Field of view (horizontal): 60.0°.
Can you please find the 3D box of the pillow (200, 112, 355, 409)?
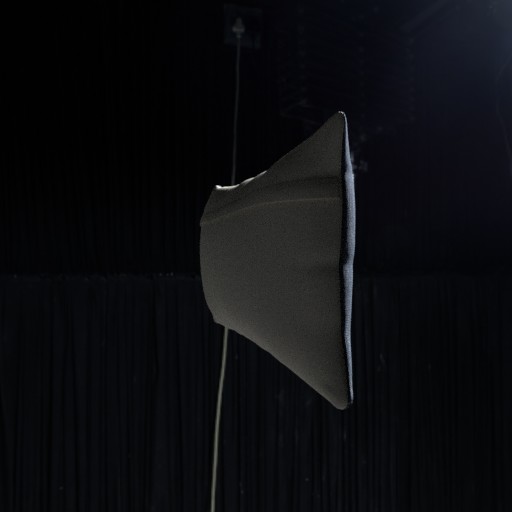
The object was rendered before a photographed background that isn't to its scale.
[{"bbox_3d":[0.000,0.000,0.724,0.148,0.307,0.604,0,1,-18],"label":"pillow"}]
